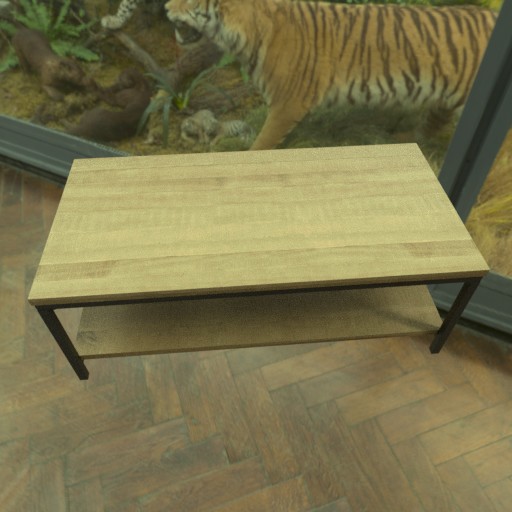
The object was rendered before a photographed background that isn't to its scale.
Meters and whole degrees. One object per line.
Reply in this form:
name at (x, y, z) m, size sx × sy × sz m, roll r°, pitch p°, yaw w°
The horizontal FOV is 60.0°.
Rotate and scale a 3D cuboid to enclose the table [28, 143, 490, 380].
table at (0.000, 0.000, 1.381) m, size 1.100 × 0.399 × 0.551 m, roll -3°, pitch 47°, yaw -3°
